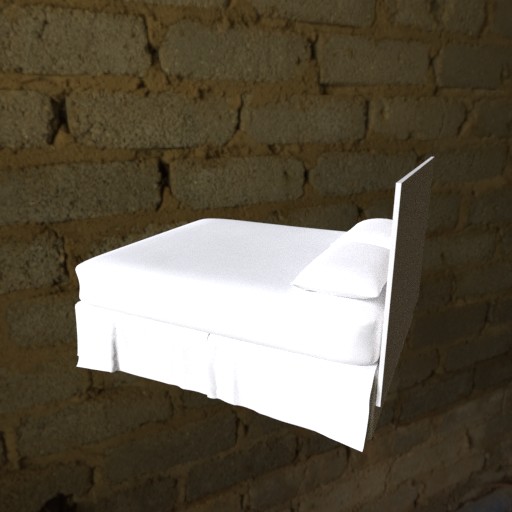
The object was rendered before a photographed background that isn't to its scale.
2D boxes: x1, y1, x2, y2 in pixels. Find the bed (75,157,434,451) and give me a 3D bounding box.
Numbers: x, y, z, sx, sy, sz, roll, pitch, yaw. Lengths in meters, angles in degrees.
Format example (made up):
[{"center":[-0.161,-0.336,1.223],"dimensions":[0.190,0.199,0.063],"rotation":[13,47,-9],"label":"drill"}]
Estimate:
[{"center":[0.000,0.000,3.153],"dimensions":[2.094,1.335,1.745],"rotation":[8,19,25],"label":"bed"}]
